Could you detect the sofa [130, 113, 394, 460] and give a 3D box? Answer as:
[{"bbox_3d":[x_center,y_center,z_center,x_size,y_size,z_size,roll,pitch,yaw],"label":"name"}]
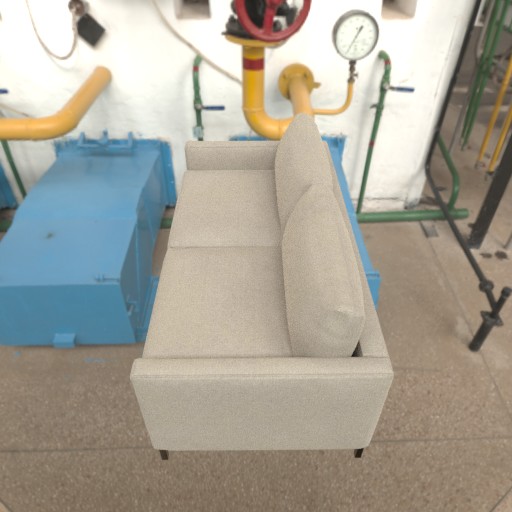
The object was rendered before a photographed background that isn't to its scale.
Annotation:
[{"bbox_3d":[0.000,0.000,2.160,0.875,0.840,1.682,0,41,0],"label":"sofa"}]
